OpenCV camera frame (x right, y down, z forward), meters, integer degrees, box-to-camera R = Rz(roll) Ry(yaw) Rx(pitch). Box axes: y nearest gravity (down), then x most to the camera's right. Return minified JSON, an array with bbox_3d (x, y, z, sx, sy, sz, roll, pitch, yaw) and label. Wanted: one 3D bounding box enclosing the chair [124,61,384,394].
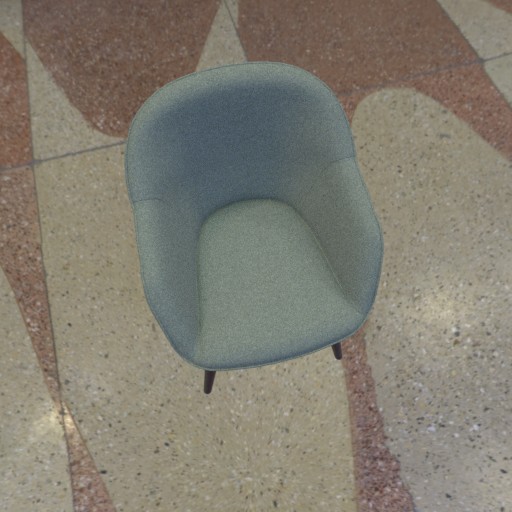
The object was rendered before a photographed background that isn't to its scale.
[{"bbox_3d":[0.000,0.000,1.252,0.589,0.810,0.611,-13,64,-6],"label":"chair"}]
